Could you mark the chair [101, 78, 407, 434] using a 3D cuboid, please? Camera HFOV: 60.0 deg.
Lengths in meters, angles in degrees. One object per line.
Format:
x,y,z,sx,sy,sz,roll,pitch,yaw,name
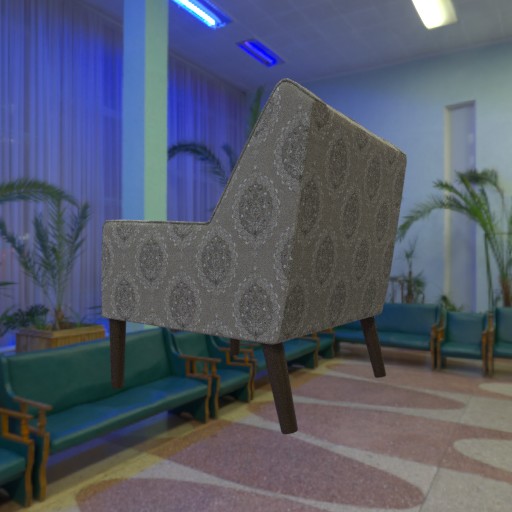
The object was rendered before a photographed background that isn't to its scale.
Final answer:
0.000,0.000,1.394,0.750,0.797,0.665,0,-1,36,chair
